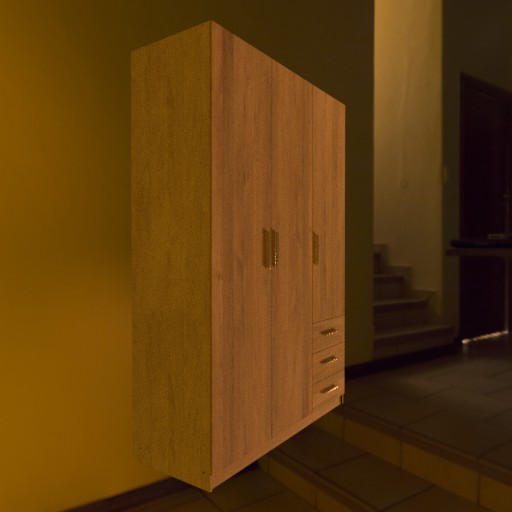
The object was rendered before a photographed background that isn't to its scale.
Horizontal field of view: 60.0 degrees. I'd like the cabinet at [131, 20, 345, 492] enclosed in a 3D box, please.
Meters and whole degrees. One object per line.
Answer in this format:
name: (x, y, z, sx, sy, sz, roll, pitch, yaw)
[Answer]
cabinet: (0.000, 0.000, 2.453, 0.510, 1.910, 1.290, 1, 1, 35)
